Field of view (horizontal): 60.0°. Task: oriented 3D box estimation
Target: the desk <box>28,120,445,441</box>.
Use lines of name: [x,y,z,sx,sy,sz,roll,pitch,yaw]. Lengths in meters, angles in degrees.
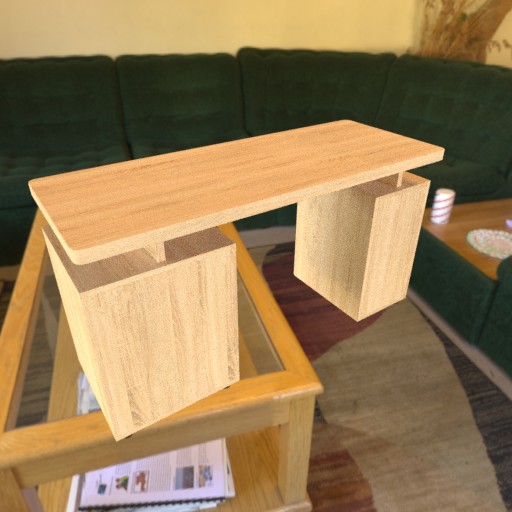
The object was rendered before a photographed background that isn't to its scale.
desk: [0.000,0.000,1.753,1.400,0.760,0.550,-19,36,-29]
